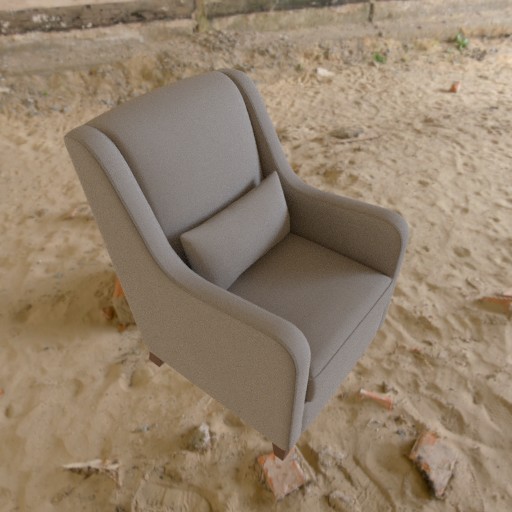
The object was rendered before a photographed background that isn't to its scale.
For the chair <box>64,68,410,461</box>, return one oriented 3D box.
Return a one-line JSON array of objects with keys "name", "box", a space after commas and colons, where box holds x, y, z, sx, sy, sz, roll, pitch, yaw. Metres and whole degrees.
[{"name": "chair", "box": [0.000, 0.000, 1.575, 0.863, 1.010, 0.715, 28, 49, 28]}]
